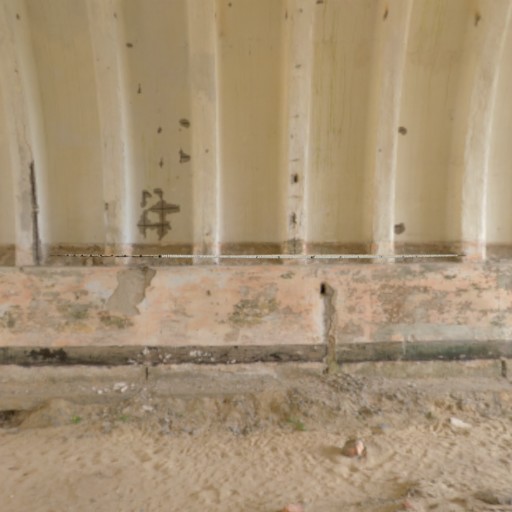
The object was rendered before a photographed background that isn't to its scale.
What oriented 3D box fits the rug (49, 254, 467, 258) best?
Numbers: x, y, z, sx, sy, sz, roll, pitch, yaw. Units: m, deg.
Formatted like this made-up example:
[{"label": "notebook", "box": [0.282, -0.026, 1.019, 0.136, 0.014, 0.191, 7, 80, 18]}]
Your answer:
[{"label": "rug", "box": [0.000, 0.000, 4.204, 3.221, 0.026, 2.342, 0, 0, -36]}]
